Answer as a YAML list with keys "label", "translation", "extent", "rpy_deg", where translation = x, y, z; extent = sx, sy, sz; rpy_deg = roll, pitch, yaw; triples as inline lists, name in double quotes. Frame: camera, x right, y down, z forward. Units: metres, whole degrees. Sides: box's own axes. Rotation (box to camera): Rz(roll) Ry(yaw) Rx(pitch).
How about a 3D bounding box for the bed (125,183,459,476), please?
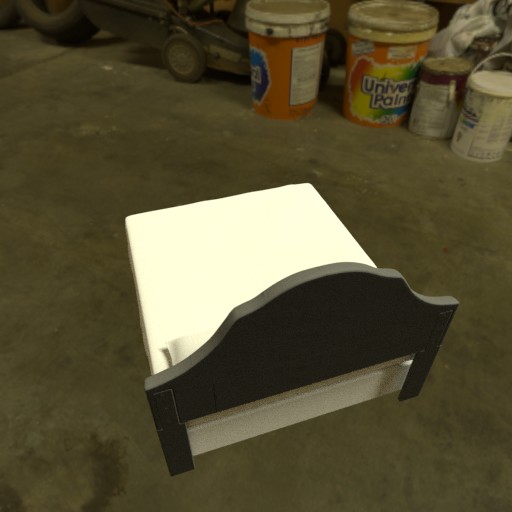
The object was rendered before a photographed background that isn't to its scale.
- label: "bed"
  translation: [0.000, 0.000, 3.494]
  extent: [2.008, 1.615, 2.214]
  rpy_deg: [-12, 43, -14]
